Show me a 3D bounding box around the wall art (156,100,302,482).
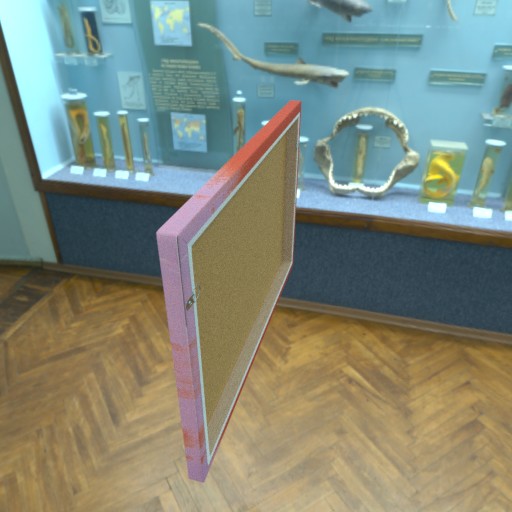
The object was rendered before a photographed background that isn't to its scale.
[{"bbox_3d":[0.000,0.000,1.172,0.040,0.609,0.913,9,32,14],"label":"wall art"}]
